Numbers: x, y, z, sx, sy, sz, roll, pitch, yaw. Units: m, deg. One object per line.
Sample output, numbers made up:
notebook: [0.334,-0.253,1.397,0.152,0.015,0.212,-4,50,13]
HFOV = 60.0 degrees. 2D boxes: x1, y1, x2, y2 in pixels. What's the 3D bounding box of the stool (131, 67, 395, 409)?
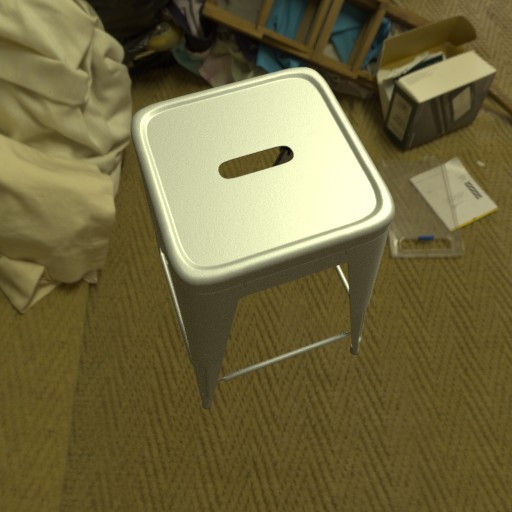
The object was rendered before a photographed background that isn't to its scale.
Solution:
stool: [0.000,0.000,0.881,0.406,0.610,0.406,-18,66,-8]
